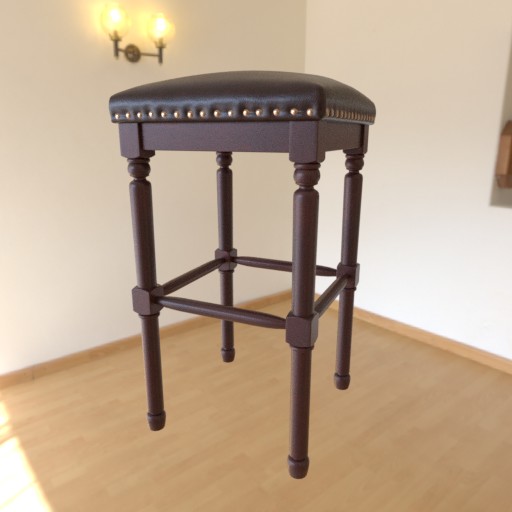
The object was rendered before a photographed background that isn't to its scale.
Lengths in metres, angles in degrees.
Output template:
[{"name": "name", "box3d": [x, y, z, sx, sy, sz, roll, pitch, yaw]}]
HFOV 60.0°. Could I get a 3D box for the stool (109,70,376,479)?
[{"name": "stool", "box3d": [0.000, 0.000, 0.915, 0.382, 0.702, 0.383, 7, 17, 24]}]
